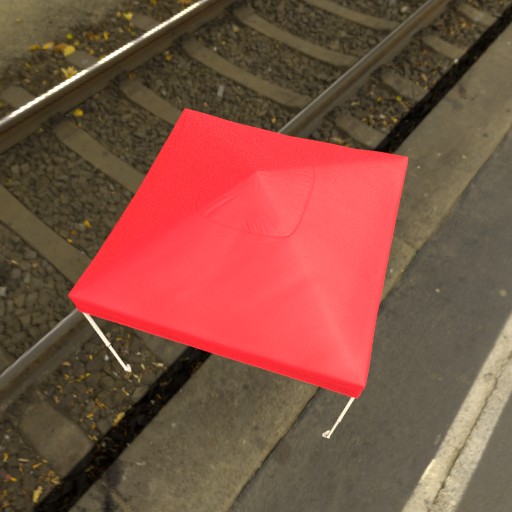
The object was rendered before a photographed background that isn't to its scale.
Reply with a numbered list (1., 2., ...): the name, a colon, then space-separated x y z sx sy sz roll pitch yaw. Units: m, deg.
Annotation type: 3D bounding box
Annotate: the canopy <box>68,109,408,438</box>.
1. canopy: 0.000 0.000 5.543 2.996 2.997 2.998 15 58 10
